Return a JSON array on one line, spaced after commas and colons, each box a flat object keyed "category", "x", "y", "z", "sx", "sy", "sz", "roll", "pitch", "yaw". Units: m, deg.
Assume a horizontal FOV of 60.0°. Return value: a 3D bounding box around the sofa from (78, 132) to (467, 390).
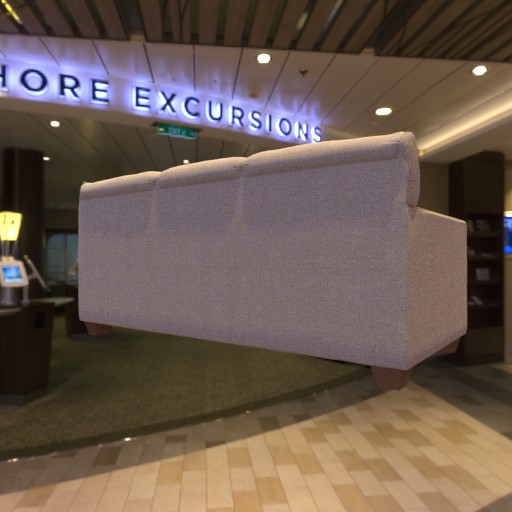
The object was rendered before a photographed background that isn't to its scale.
[{"category": "sofa", "x": 0.000, "y": 0.000, "z": 2.493, "sx": 2.024, "sy": 0.958, "sz": 0.997, "roll": 0, "pitch": 0, "yaw": 37}]
